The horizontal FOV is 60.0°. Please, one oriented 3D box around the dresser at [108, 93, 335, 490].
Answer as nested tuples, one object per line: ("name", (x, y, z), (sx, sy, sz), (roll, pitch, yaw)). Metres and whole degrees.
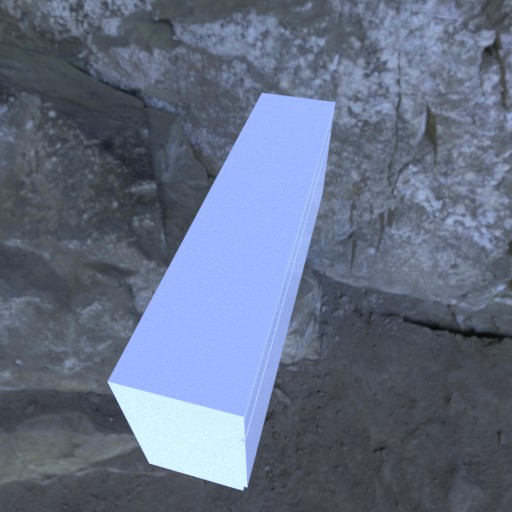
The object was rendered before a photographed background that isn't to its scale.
("dresser", (0.000, 0.000, 2.550), (0.500, 0.840, 2.200), (11, 48, 10))
